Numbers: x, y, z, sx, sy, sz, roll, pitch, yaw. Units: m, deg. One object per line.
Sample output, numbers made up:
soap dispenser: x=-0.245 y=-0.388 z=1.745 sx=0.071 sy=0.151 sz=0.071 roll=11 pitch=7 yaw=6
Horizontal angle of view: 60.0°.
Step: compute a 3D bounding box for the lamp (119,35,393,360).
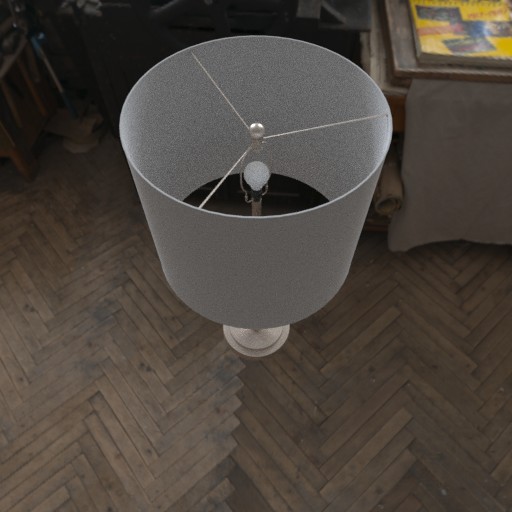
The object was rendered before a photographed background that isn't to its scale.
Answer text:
lamp: x=0.000 y=0.000 z=0.677 sx=0.277 sy=0.538 sz=0.277 roll=-30 pitch=62 yaw=-18
